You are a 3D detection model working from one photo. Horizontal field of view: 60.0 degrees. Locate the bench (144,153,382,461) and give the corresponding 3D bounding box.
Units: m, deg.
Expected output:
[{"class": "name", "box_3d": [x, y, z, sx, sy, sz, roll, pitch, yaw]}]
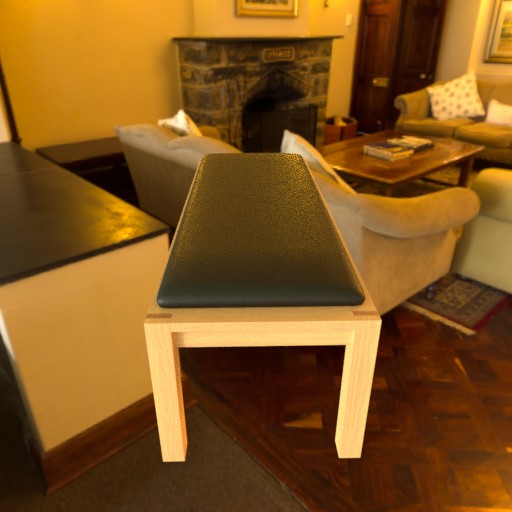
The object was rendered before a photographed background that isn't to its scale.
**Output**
[{"class": "bench", "box_3d": [0.000, 0.000, 1.447, 0.450, 0.430, 1.202, -1, 27, -1]}]
